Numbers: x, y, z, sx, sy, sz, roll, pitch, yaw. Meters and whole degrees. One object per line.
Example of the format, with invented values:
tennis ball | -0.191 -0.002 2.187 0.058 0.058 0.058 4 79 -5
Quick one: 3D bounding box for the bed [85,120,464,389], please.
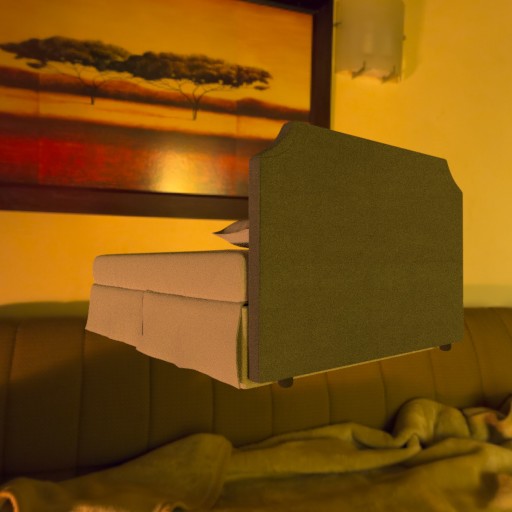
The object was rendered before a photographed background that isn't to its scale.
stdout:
bed | 0.000 0.000 3.552 1.977 1.306 2.464 0 -1 -37
